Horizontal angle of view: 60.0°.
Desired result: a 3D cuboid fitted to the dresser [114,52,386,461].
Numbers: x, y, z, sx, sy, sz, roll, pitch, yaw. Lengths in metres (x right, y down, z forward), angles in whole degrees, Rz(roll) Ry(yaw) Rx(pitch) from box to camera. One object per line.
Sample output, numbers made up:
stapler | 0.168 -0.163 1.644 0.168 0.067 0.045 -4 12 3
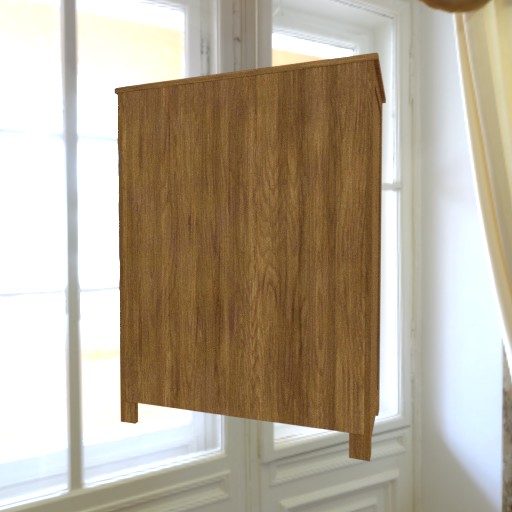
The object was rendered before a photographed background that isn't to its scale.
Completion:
dresser | 0.000 0.000 1.983 1.081 1.431 0.558 1 2 19
